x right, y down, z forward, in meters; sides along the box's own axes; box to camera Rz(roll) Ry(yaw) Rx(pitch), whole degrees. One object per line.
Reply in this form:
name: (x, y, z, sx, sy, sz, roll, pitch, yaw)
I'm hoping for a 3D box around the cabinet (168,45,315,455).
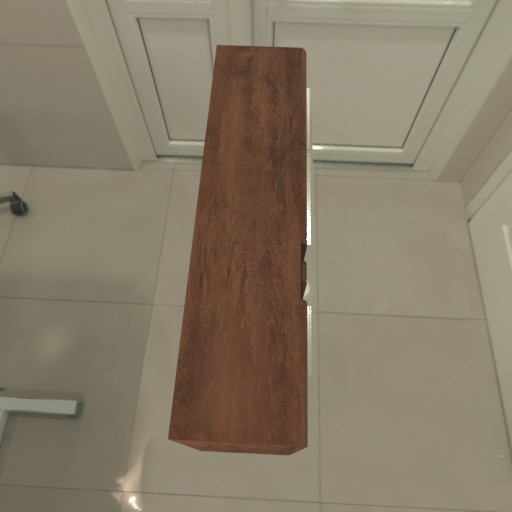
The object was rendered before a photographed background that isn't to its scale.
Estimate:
cabinet: (0.000, 0.000, 1.993, 0.420, 0.900, 1.600, 2, 64, 1)
